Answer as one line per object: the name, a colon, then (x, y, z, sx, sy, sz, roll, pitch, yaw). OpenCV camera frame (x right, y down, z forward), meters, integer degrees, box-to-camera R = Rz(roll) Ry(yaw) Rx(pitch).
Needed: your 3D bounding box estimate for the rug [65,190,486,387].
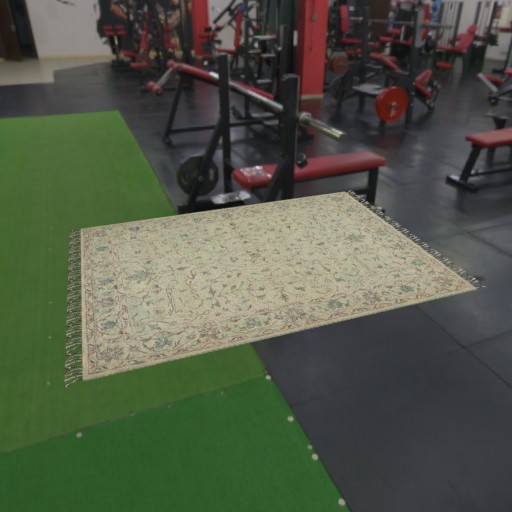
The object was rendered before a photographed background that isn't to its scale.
rug: (0.000, 0.000, 2.258, 1.802, 0.008, 1.247, -10, 32, -16)
